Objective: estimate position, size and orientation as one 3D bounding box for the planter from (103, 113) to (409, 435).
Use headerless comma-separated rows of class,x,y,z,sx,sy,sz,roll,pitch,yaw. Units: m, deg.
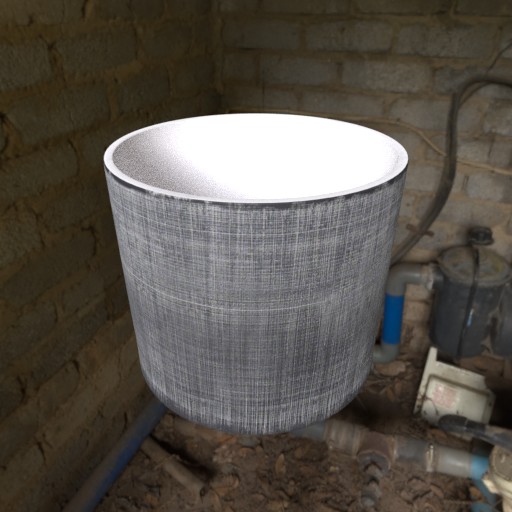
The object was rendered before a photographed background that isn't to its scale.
planter,0.000,0.000,0.439,0.254,0.221,0.254,0,30,0
